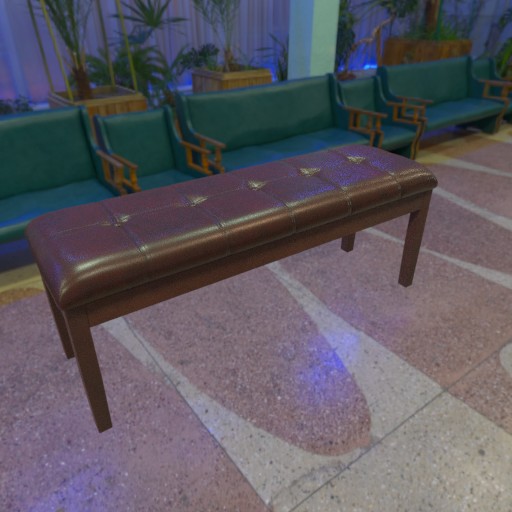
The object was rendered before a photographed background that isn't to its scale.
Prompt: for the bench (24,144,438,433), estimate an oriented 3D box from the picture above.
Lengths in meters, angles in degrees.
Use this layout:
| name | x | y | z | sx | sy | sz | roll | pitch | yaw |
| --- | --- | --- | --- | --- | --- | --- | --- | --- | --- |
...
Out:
| name | x | y | z | sx | sy | sz | roll | pitch | yaw |
| --- | --- | --- | --- | --- | --- | --- | --- | --- | --- |
| bench | 0.000 | 0.000 | 1.451 | 1.259 | 0.491 | 0.401 | -19 | 36 | -29 |
